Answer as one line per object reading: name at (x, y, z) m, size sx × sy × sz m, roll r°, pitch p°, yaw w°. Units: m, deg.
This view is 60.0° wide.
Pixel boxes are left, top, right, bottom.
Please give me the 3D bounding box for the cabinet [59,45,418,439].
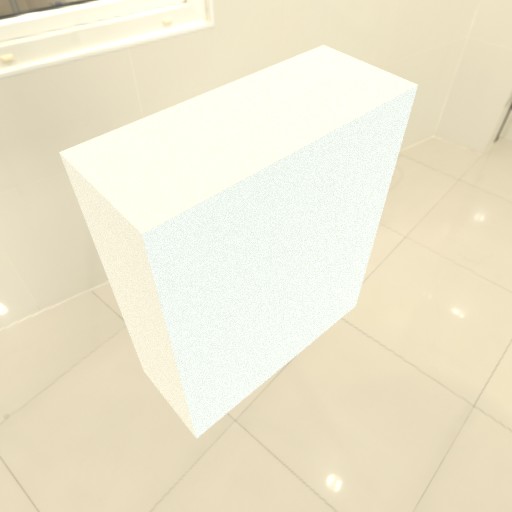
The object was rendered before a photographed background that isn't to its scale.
cabinet at (0.000, 0.000, 1.703) m, size 1.000 × 1.190 × 0.400 m, roll -33°, pitch 56°, yaw -27°
